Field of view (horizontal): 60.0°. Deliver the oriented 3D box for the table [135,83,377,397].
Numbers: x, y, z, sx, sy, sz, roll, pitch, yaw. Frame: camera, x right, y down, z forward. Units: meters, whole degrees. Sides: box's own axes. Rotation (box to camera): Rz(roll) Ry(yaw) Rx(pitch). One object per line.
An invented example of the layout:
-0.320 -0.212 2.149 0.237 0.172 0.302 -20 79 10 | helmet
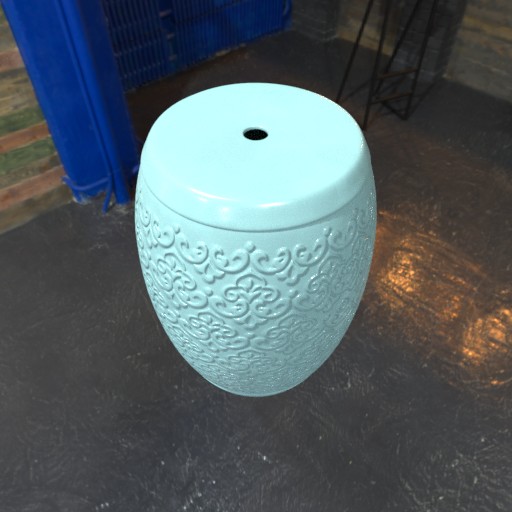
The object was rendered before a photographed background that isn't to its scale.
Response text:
0.000 0.000 0.622 0.309 0.397 0.309 0 48 0 | table
